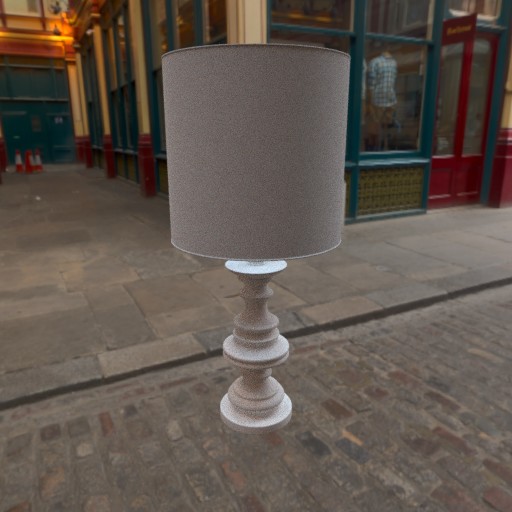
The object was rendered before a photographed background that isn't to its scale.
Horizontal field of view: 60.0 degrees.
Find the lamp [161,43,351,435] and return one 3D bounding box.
[{"bbox_3d":[0.000,0.000,0.560,0.208,0.455,0.208,-8,18,-27],"label":"lamp"}]
